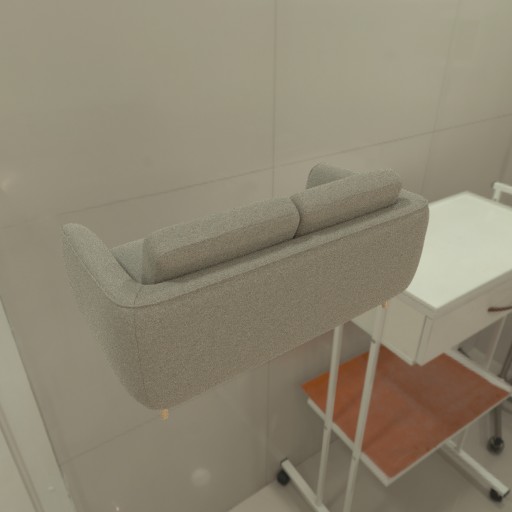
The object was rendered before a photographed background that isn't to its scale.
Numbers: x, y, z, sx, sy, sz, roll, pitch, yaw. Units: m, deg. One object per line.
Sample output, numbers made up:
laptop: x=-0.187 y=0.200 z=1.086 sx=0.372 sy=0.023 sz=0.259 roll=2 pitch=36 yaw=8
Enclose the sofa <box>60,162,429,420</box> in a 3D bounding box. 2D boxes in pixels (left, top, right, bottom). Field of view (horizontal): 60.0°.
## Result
sofa: x=0.000 y=0.000 z=2.249 sx=1.700 sy=0.850 sz=0.920 roll=-19 pitch=35 yaw=-30
